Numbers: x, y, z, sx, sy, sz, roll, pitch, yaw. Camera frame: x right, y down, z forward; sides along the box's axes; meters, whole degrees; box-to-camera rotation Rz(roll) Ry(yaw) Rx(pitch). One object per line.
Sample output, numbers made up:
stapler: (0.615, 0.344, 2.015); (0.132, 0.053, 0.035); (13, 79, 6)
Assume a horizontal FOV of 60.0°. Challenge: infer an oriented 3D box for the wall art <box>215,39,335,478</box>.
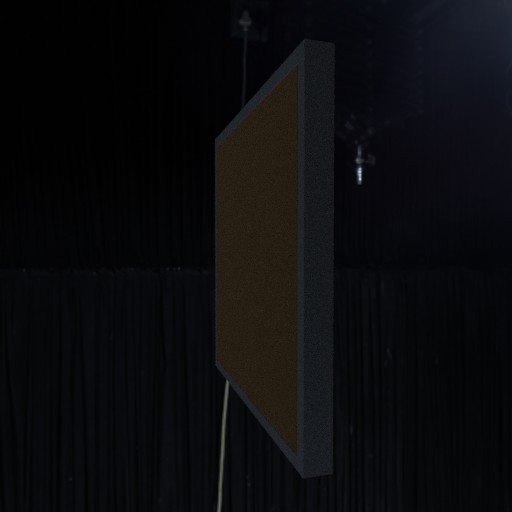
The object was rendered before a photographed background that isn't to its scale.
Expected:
wall art: (0.000, 0.000, 0.757); (0.038, 0.506, 0.506); (0, 2, -17)
